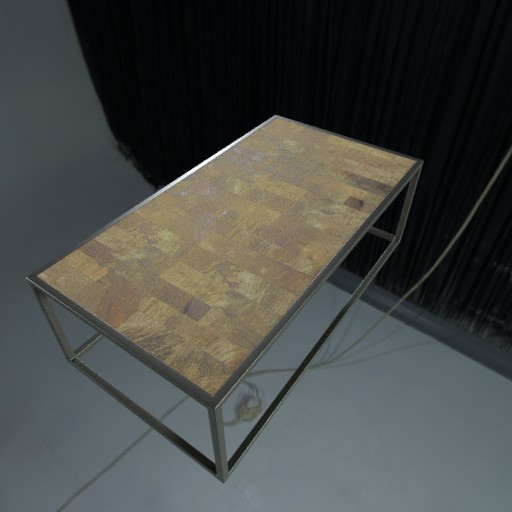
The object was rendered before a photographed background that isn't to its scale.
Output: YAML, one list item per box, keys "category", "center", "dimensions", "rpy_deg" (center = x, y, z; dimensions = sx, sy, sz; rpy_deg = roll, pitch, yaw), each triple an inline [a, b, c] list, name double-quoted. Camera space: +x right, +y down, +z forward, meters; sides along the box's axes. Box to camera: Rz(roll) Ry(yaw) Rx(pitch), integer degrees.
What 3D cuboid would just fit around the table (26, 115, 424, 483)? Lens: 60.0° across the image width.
- category: "table"
  center: [0.000, 0.000, 1.531]
  dimensions: [0.649, 0.398, 1.199]
  rpy_deg: [26, 48, 25]
